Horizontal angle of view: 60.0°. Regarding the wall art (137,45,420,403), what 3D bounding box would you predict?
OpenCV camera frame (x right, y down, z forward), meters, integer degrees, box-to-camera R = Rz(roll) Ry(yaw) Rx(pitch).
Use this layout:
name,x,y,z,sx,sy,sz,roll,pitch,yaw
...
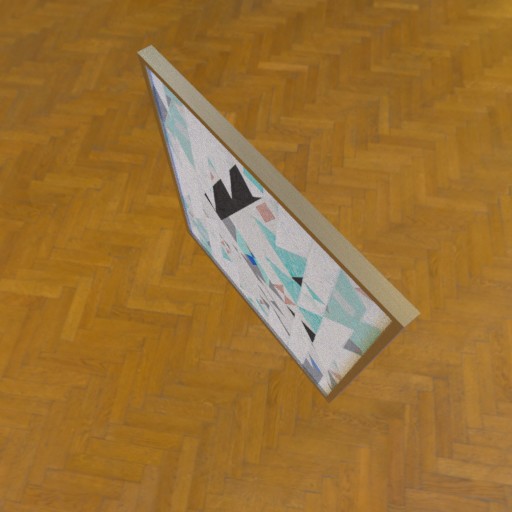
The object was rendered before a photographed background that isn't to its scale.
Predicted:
name,x,y,z,sx,sy,sz,roll,pitch,yaw
wall art,0.000,0.000,1.210,0.038,0.806,0.806,-35,69,-16
